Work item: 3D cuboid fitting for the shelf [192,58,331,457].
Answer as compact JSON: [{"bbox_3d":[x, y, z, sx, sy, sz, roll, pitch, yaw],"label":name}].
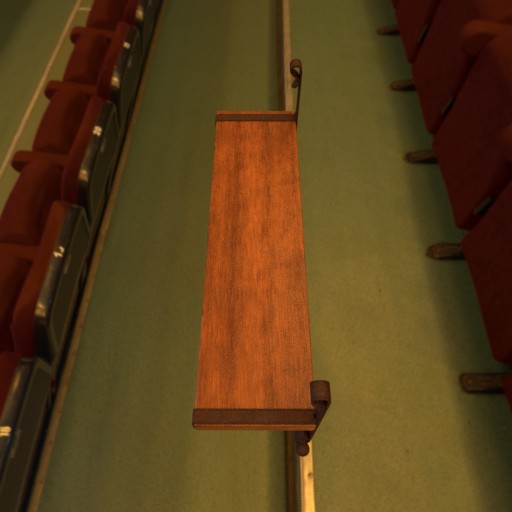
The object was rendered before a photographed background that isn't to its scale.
[{"bbox_3d":[0.000,0.000,0.697,0.146,0.330,0.567,0,57,0],"label":"shelf"}]
